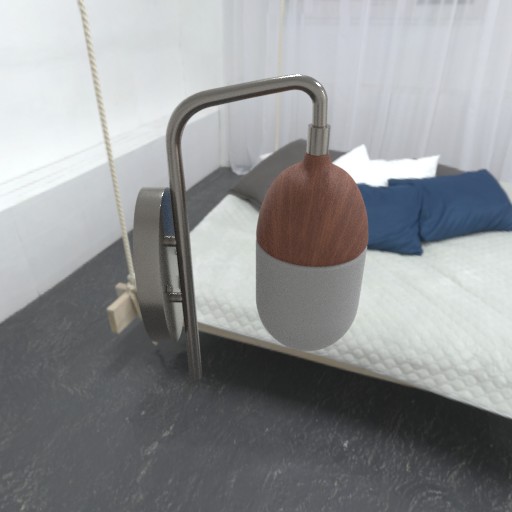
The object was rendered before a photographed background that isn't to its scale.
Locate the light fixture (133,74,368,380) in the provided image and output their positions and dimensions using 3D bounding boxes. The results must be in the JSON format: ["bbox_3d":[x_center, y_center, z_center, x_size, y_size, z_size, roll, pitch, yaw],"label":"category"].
[{"bbox_3d":[0.000,0.000,0.446,0.216,0.343,0.108,1,31,2],"label":"light fixture"}]
